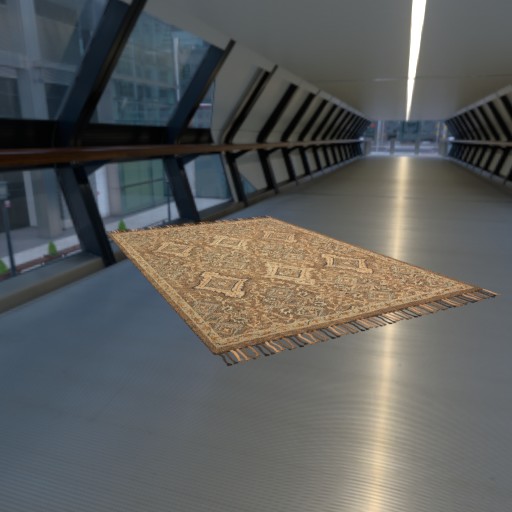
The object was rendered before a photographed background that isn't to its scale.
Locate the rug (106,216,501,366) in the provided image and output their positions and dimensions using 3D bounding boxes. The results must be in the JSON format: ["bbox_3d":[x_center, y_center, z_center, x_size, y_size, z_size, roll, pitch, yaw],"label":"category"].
[{"bbox_3d":[0.000,0.000,2.928,1.516,0.010,2.434,-8,18,-26],"label":"rug"}]
